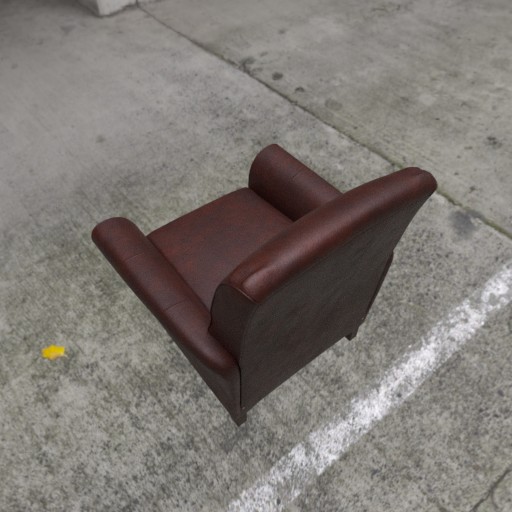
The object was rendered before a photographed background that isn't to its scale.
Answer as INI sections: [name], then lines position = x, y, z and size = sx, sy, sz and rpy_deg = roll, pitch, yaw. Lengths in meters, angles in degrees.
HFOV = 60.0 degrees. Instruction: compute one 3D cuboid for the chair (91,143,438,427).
[chair]
position = 0.000, 0.000, 1.773
size = 0.978, 1.061, 0.902
rpy_deg = -30, 54, -25
